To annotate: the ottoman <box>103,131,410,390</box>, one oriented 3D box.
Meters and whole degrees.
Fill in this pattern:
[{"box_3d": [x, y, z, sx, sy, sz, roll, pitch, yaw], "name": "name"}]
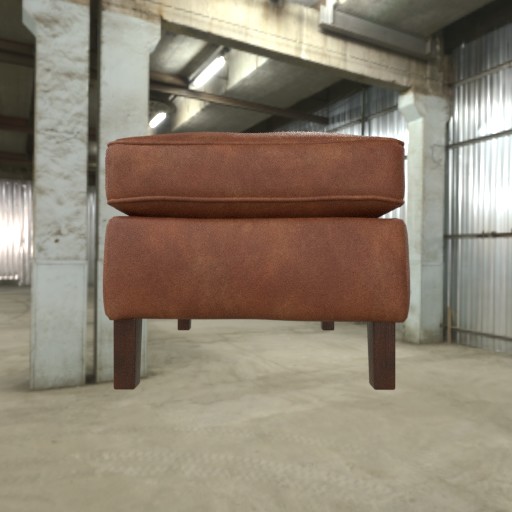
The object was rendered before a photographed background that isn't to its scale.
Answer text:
[{"box_3d": [0.000, 0.000, 0.987, 0.501, 0.418, 0.665, 0, 0, 0], "name": "ottoman"}]
